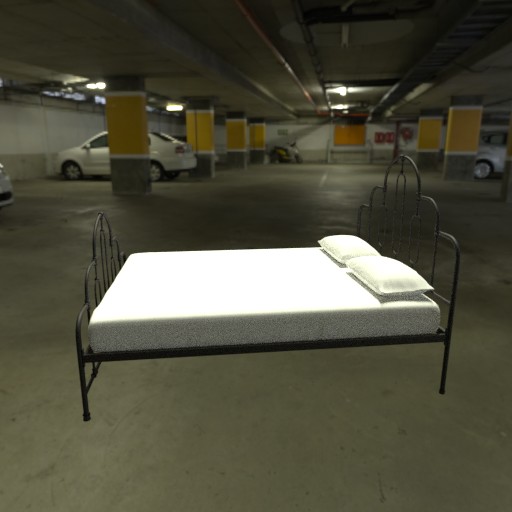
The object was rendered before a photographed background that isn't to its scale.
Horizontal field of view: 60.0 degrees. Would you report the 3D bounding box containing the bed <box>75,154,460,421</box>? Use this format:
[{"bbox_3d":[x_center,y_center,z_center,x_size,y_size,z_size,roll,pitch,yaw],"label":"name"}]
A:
[{"bbox_3d":[0.000,0.000,3.217,2.163,1.429,1.640,-2,14,-7],"label":"bed"}]
